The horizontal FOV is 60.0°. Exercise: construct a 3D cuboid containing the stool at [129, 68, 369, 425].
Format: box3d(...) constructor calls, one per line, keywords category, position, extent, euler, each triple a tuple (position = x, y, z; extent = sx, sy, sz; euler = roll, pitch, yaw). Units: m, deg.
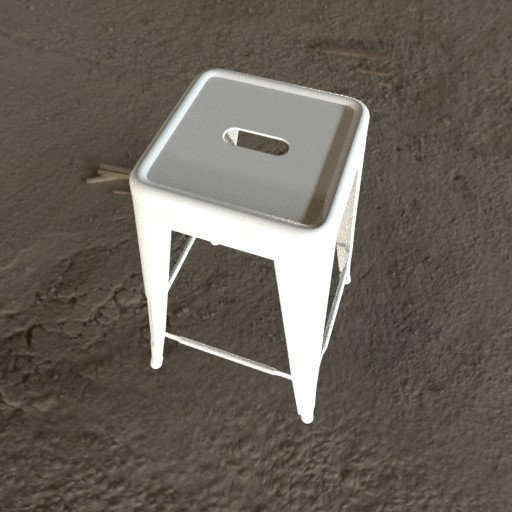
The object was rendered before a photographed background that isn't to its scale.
box3d(category="stool", position=(0.000, 0.000, 0.875), extent=(0.406, 0.610, 0.406), euler=(16, 59, 10))
